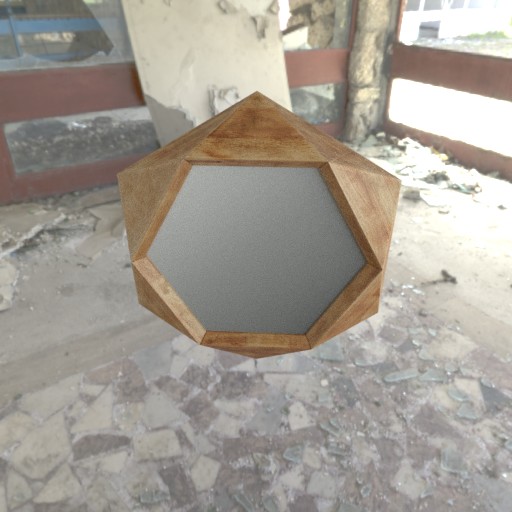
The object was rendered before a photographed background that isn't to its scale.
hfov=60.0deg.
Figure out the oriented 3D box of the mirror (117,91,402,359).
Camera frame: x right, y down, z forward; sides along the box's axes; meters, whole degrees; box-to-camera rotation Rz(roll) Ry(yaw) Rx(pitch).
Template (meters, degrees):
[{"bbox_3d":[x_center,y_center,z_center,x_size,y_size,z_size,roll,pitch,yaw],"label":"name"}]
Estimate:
[{"bbox_3d":[0.000,0.000,1.116,0.675,0.779,0.091,2,31,3],"label":"mirror"}]
